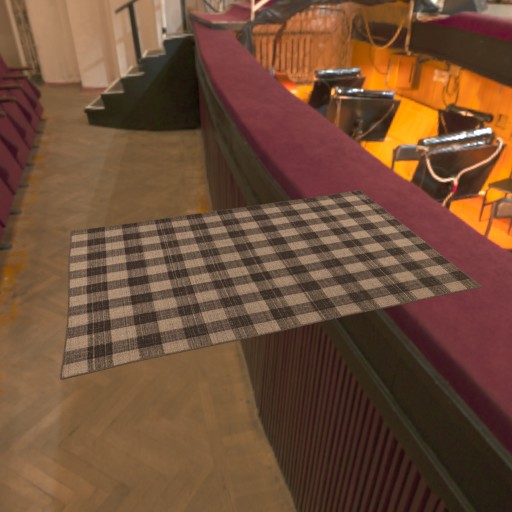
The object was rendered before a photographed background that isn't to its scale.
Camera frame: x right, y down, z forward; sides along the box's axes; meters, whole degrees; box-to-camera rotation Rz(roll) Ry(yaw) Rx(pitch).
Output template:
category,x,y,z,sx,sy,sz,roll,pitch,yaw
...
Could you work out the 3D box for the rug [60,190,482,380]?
category,x,y,z,sx,sy,sz,roll,pitch,yaw
rug,0.000,0.000,3.071,2.476,0.011,1.554,-10,34,-15
